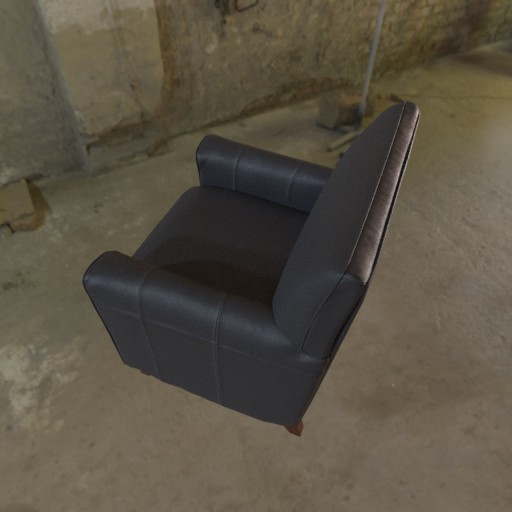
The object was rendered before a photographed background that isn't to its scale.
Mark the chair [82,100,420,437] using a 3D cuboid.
[{"bbox_3d":[0.000,0.000,1.584,0.825,0.943,0.870,16,48,15],"label":"chair"}]
